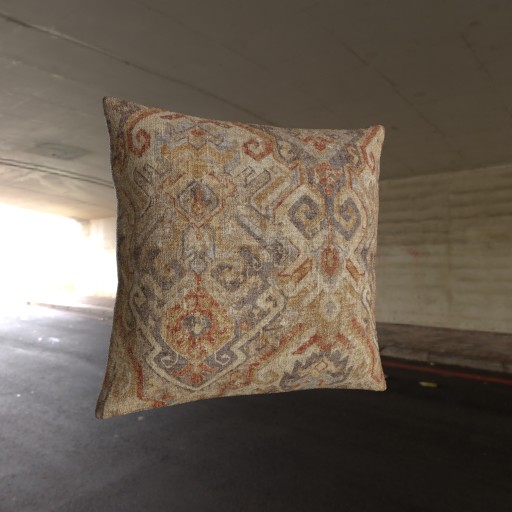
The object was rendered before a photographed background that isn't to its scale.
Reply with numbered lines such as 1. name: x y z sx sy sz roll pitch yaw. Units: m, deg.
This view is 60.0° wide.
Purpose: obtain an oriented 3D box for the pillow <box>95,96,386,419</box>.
1. pillow: 0.000 0.000 0.770 0.523 0.506 0.166 0 -1 -18
